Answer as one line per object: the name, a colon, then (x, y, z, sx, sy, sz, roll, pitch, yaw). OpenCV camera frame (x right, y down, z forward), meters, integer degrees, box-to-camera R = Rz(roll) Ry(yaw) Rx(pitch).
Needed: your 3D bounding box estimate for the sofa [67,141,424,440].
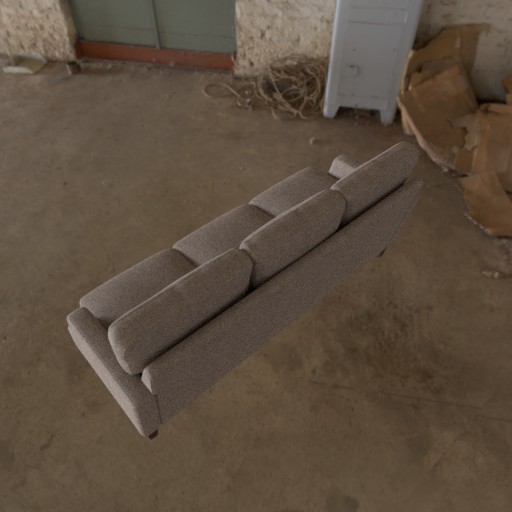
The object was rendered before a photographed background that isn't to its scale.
sofa: (0.000, 0.000, 2.641, 2.115, 0.984, 0.888, -33, 55, -28)
